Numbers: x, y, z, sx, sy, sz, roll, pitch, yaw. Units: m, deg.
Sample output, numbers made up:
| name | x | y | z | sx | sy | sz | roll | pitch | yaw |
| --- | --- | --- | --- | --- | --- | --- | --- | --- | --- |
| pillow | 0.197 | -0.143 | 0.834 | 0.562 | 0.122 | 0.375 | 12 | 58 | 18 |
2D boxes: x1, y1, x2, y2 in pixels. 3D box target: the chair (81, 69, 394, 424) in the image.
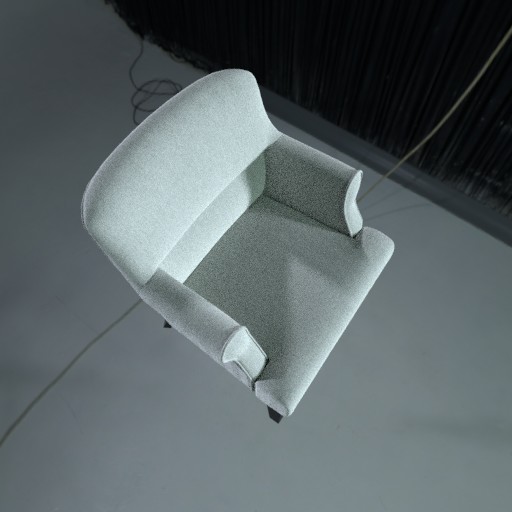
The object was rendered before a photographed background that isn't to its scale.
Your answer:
| name | x | y | z | sx | sy | sz | roll | pitch | yaw |
| --- | --- | --- | --- | --- | --- | --- | --- | --- | --- |
| chair | 0.000 | 0.000 | 1.516 | 0.750 | 0.875 | 0.781 | 31 | 65 | 17 |
